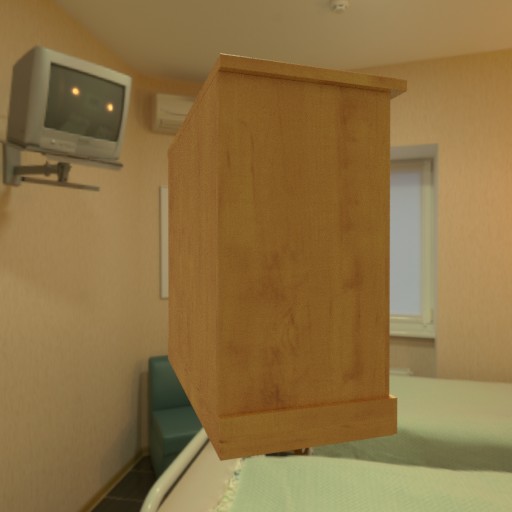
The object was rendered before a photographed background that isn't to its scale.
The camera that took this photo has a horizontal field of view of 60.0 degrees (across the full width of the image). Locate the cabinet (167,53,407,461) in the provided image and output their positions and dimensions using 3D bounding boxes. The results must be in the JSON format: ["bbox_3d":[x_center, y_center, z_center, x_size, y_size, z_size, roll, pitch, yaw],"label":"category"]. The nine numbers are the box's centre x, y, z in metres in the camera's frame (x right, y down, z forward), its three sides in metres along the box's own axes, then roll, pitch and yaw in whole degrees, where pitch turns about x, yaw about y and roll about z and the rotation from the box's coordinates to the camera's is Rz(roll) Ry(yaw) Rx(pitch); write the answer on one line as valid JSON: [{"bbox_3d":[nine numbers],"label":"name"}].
[{"bbox_3d":[0.000,0.000,1.417,0.450,0.840,0.920,0,1,-18],"label":"cabinet"}]
